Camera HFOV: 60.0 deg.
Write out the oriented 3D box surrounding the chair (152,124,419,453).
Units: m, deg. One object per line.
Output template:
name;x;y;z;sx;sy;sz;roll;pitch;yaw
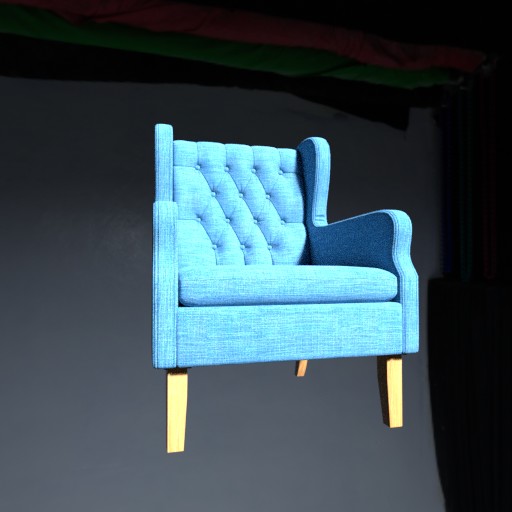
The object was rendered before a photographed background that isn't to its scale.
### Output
chair;0.000;0.000;1.486;0.711;0.952;0.775;0;-1;-16
